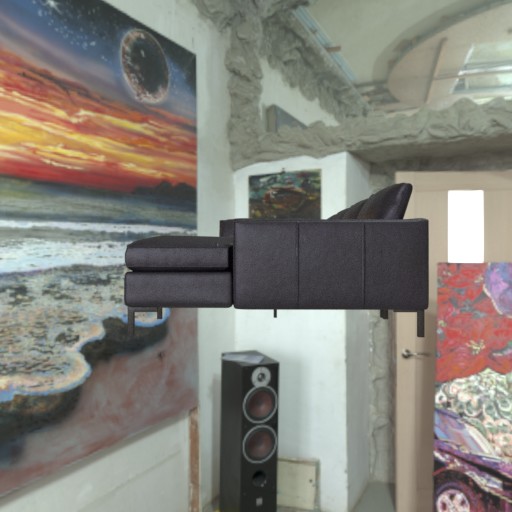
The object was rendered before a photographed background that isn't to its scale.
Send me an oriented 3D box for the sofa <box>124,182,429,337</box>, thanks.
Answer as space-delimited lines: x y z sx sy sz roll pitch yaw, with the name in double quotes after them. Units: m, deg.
0.000 0.000 3.906 1.939 0.900 2.956 0 0 0 "sofa"
